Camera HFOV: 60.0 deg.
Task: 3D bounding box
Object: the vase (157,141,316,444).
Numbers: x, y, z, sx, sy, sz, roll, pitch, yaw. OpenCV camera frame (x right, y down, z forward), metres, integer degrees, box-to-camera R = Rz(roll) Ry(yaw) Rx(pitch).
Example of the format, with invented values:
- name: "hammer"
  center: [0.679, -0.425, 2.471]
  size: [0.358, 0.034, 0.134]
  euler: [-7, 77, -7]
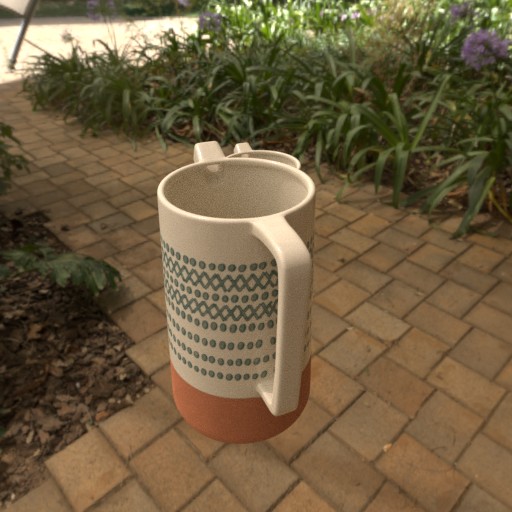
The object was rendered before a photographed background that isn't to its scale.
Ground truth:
- name: "vase"
  center: [0.000, 0.000, 0.472]
  size: [0.168, 0.247, 0.326]
  euler: [10, 34, 15]
